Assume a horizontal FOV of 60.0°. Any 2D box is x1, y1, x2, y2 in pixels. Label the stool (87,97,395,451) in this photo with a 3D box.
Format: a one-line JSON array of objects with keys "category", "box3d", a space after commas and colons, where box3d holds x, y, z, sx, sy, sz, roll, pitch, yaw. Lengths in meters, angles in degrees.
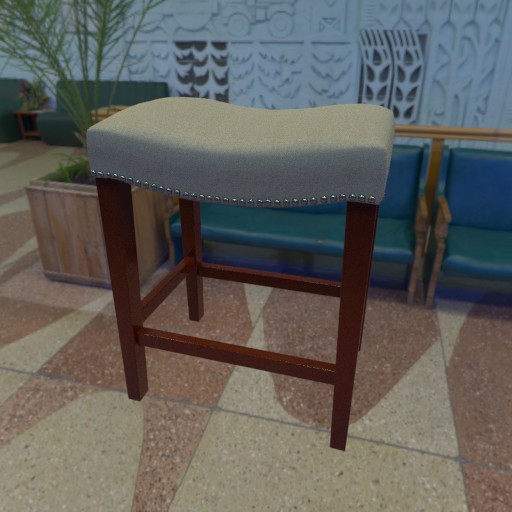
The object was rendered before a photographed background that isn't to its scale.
[{"category": "stool", "box3d": [0.000, 0.000, 0.967, 0.509, 0.632, 0.375, 8, 27, 15]}]
